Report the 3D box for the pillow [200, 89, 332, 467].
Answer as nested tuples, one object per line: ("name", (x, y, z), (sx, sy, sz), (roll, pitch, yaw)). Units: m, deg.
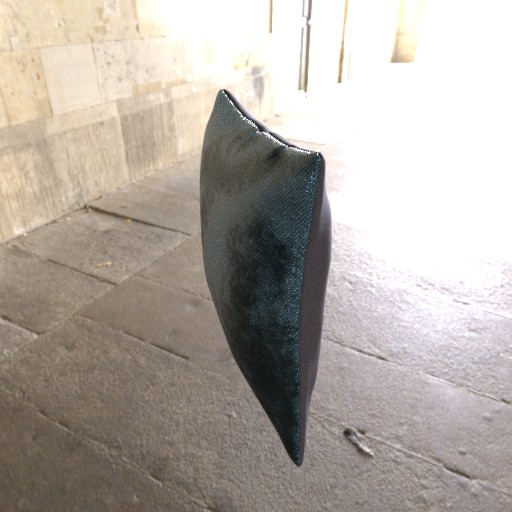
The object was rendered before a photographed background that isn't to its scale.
("pillow", (0.000, 0.000, 0.674), (0.138, 0.430, 0.436), (-8, 31, -14))
